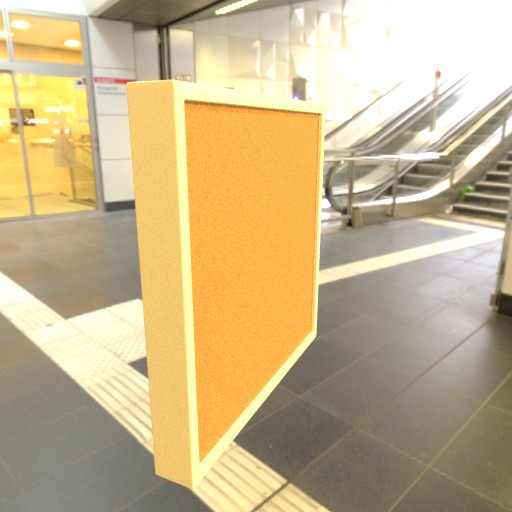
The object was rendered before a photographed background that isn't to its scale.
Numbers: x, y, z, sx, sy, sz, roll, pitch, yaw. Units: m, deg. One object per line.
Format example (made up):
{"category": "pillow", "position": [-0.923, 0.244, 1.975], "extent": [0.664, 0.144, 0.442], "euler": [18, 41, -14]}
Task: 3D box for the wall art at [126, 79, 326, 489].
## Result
{"category": "wall art", "position": [0.000, 0.000, 0.449], "extent": [0.038, 0.305, 0.305], "euler": [8, 18, 25]}
